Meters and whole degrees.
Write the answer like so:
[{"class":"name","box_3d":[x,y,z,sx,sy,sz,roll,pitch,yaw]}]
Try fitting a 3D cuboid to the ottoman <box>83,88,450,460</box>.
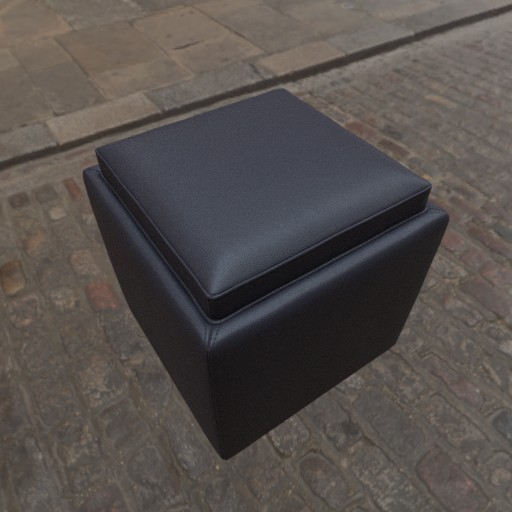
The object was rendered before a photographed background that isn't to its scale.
[{"class":"ottoman","box_3d":[0.000,0.000,0.834,0.451,0.460,0.450,-26,52,-23]}]
